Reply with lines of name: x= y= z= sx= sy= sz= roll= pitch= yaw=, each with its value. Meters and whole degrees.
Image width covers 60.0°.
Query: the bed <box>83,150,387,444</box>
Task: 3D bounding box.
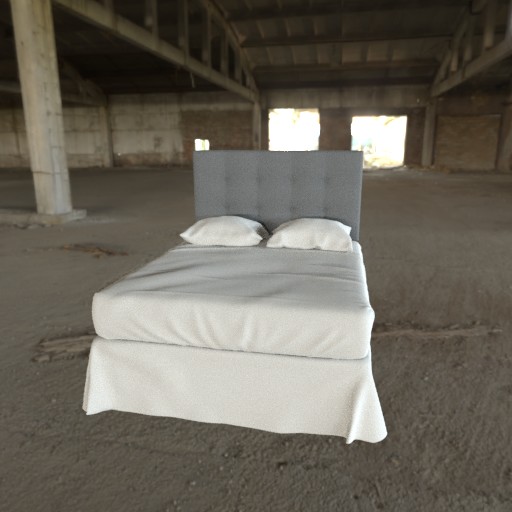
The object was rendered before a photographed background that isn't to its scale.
bed: x=0.000 y=0.000 z=3.429 sx=1.936 sy=1.577 sz=2.222 roll=3 pitch=14 yaw=11
